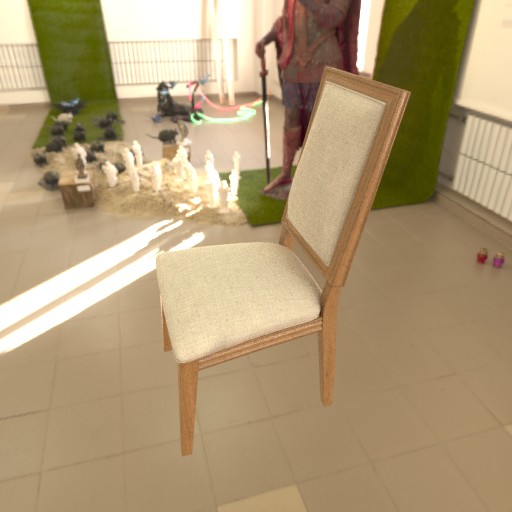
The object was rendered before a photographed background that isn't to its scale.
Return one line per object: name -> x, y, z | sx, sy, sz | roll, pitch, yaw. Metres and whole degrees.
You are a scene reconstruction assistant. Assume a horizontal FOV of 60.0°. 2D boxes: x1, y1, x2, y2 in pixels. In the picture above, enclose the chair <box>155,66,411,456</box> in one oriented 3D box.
chair -> 0.000, 0.000, 1.333 | 0.601, 0.988, 0.536 | -9, 31, -14
